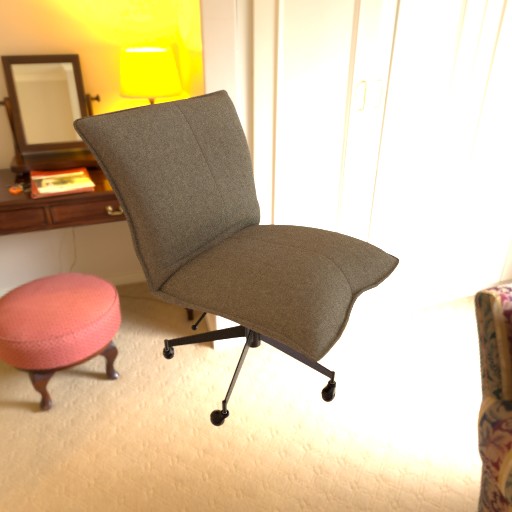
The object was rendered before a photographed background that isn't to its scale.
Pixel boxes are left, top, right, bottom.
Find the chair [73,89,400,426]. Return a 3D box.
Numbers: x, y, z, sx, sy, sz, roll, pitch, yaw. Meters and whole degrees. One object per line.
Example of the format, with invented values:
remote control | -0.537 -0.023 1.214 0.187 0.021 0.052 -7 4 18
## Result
chair | 0.000 0.000 1.293 0.696 0.811 0.597 18 33 31
